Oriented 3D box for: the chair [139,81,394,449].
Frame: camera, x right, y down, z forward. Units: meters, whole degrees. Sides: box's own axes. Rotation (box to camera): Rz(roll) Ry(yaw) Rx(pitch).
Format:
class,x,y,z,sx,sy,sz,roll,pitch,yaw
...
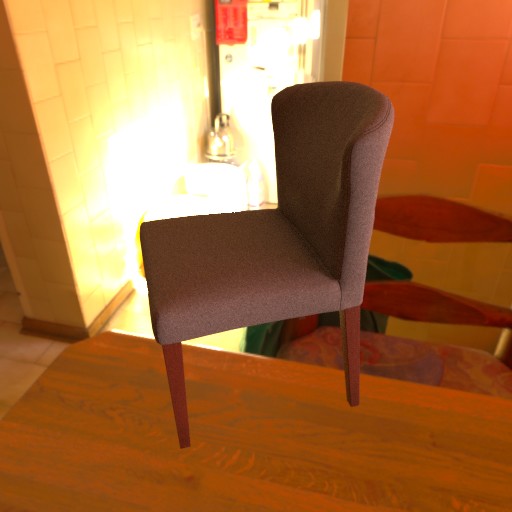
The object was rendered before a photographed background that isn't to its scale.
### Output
class,x,y,z,sx,sy,sz,roll,pitch,yaw
chair,0.000,0.000,1.191,0.592,0.839,0.491,-9,32,-14
